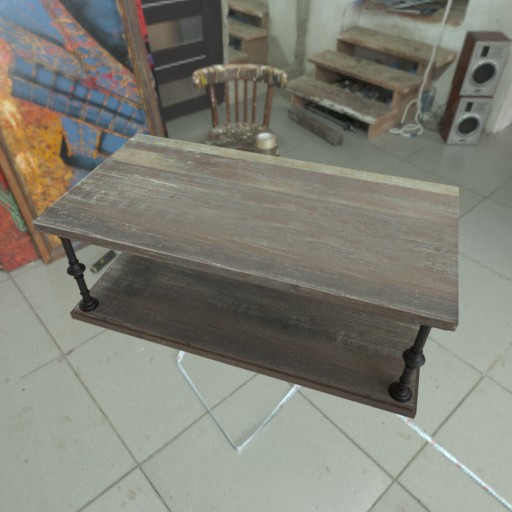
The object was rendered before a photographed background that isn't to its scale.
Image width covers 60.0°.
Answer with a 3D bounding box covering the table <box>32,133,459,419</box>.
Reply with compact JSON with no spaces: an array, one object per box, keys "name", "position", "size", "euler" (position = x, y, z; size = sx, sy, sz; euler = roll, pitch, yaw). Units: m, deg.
[{"name":"table","position":[0.000,0.000,1.390],"size":[1.088,0.399,0.554],"euler":[13,43,14]}]
